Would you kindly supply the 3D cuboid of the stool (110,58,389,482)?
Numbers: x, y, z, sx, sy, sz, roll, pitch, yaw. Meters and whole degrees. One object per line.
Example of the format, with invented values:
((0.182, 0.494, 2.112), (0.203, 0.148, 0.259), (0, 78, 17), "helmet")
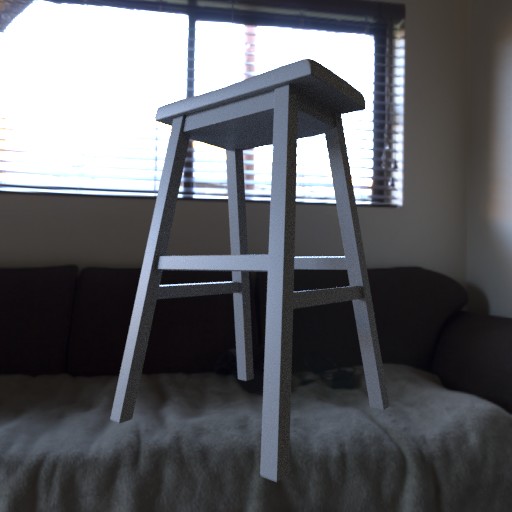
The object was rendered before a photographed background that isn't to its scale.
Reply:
((0.000, 0.000, 1.044), (0.457, 0.737, 0.476), (-1, -1, 38), "stool")
